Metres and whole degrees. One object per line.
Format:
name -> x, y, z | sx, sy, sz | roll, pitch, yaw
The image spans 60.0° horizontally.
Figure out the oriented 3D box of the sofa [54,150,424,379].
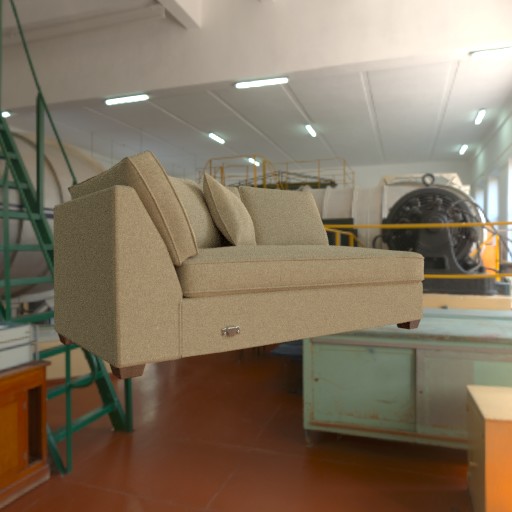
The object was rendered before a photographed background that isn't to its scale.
sofa -> 0.000, 0.000, 2.898 | 2.237, 1.033, 1.110 | -1, 1, -37
